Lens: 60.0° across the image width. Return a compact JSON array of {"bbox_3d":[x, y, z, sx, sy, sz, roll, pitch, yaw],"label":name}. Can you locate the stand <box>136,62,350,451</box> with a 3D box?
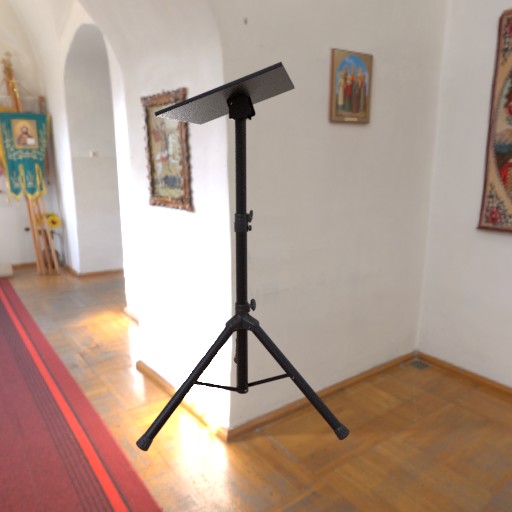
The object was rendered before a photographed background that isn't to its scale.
[{"bbox_3d":[0.000,0.000,1.597,0.702,1.198,0.702,2,14,9],"label":"stand"}]
